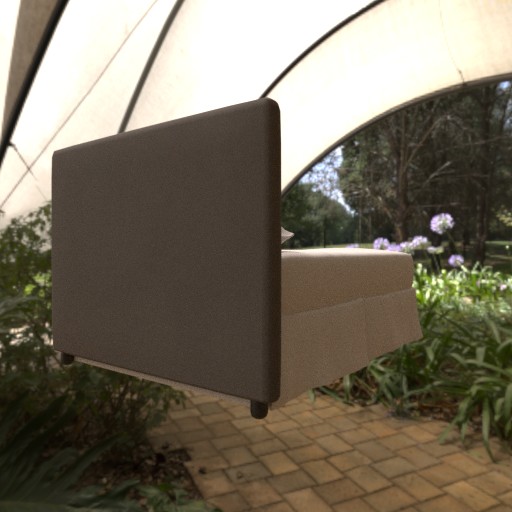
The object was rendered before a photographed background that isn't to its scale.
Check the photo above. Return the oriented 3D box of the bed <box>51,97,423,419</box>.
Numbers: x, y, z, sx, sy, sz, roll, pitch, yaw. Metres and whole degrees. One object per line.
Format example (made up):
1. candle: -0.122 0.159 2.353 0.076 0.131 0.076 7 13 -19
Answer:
1. bed: 0.000 0.000 3.109 1.723 1.330 2.142 1 1 37
